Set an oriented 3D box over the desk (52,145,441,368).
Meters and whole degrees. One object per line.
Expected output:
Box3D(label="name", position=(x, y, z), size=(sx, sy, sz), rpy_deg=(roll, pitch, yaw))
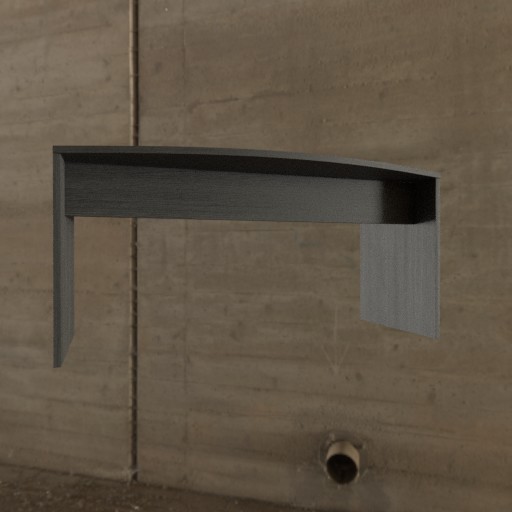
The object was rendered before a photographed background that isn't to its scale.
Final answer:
Box3D(label="desk", position=(0.000, 0.000, 1.969), size=(1.600, 0.750, 0.802), rpy_deg=(0, 0, -18))
